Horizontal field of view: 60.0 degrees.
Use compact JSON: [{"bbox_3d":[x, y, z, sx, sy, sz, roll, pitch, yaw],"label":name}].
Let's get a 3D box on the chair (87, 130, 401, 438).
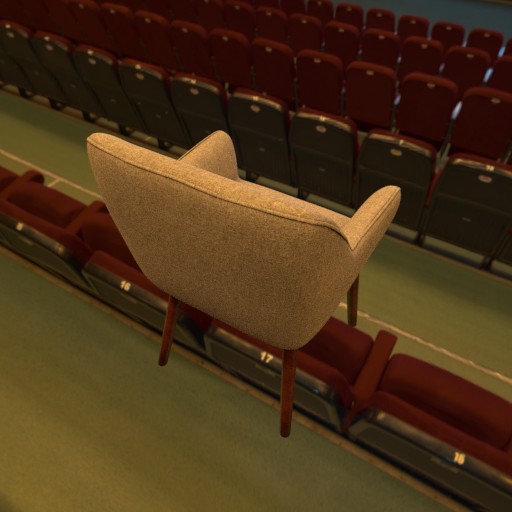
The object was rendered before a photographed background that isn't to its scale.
[{"bbox_3d":[0.000,0.000,1.129,0.543,0.803,0.519,23,50,21],"label":"chair"}]
